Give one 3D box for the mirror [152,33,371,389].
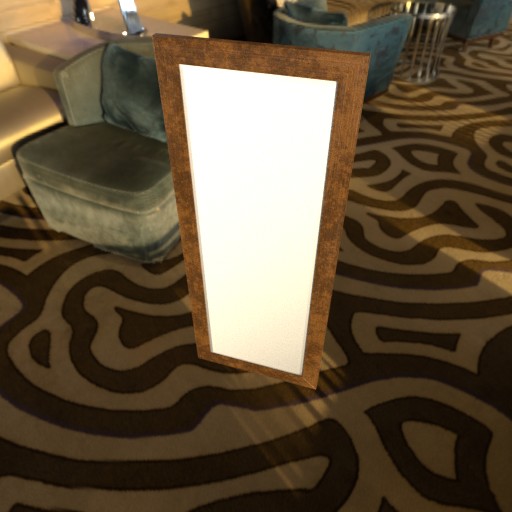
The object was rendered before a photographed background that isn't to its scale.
[{"bbox_3d":[0.000,0.000,2.264,0.812,2.031,0.032,12,43,13],"label":"mirror"}]
